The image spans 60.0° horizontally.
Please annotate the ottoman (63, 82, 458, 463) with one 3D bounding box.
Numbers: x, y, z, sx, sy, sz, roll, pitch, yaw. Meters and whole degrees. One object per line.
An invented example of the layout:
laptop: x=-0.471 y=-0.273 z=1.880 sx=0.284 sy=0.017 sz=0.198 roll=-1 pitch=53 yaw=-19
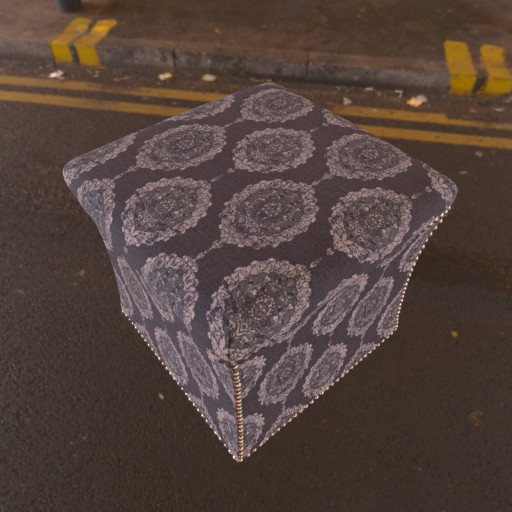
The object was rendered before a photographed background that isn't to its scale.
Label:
ottoman: x=0.000 y=0.000 z=0.894 sx=0.507 sy=0.475 sz=0.497 roll=-31 pitch=55 yaw=-26
